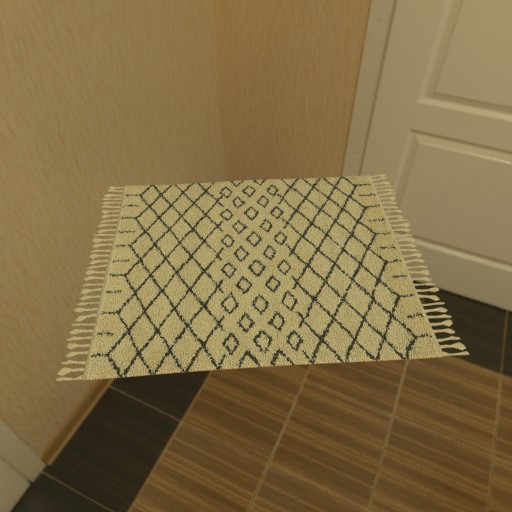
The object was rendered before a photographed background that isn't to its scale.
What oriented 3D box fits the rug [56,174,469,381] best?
[{"bbox_3d":[0.000,0.000,4.238,3.213,0.030,2.388,-3,47,-3],"label":"rug"}]
